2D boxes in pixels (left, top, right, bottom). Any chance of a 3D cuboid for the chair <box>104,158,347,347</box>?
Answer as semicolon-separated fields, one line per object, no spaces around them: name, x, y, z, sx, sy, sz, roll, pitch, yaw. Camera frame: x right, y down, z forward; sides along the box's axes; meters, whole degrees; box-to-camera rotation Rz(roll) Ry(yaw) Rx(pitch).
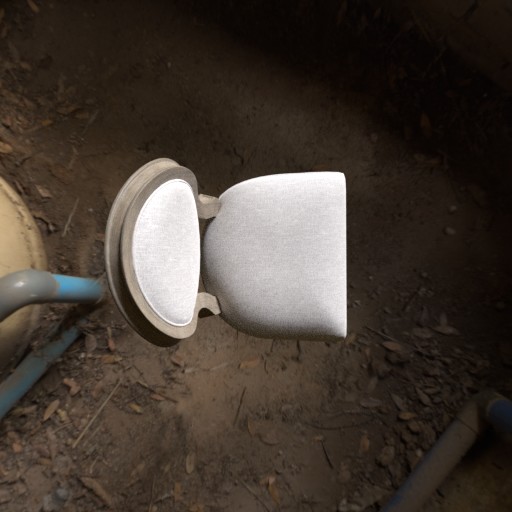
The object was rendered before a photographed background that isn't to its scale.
chair;0.000;0.000;1.353;0.602;0.990;0.558;0;89;0
